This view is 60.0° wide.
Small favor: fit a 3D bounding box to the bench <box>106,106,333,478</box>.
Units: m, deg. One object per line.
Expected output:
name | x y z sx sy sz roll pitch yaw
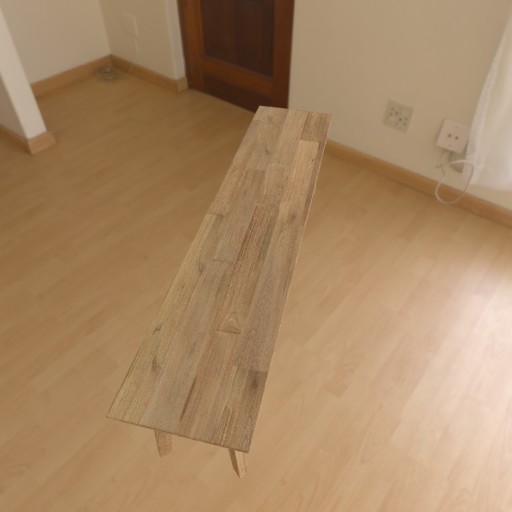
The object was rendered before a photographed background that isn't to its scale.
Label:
bench | 0.000 0.000 1.828 0.378 0.431 1.698 10 47 9
